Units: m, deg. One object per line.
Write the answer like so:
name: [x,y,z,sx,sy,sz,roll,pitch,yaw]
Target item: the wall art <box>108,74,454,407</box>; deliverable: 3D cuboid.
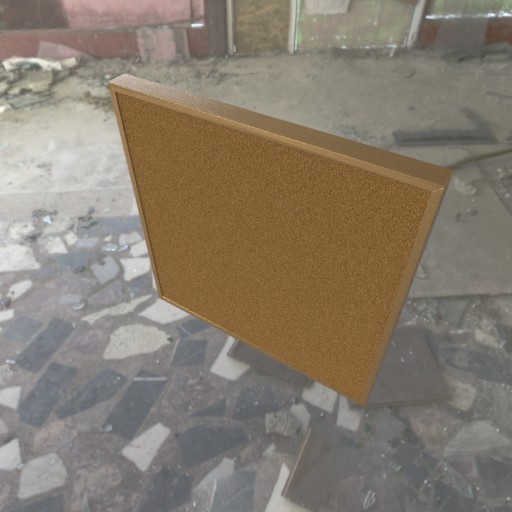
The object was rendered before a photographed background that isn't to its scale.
wall art: [0.000,0.000,0.762,0.505,0.505,0.037,24,49,22]
